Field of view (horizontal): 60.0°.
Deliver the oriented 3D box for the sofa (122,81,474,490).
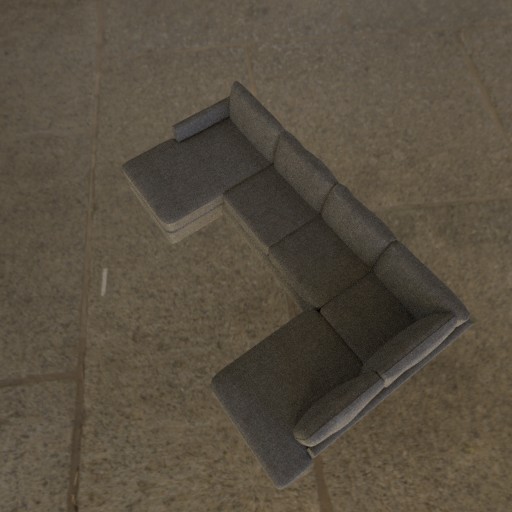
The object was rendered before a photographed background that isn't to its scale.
[{"bbox_3d":[0.000,0.000,4.213,2.048,0.999,3.423,-33,67,-16],"label":"sofa"}]
